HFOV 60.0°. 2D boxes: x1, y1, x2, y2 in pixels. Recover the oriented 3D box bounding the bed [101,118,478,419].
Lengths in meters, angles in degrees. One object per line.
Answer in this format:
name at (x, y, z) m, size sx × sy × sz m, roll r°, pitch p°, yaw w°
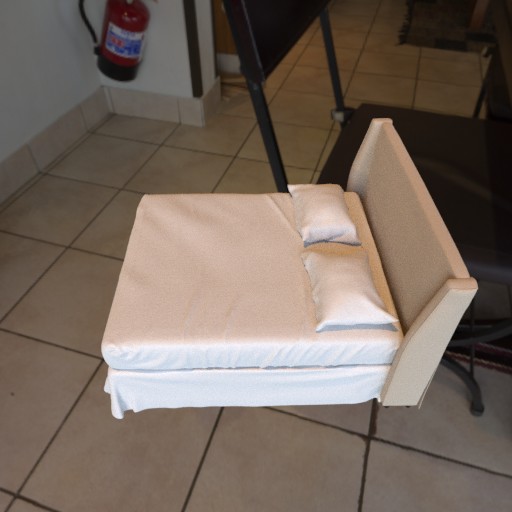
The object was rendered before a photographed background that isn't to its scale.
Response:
bed at (0.000, 0.000, 3.384) m, size 2.276 × 1.332 × 1.925 m, roll -1°, pitch 44°, yaw -1°
